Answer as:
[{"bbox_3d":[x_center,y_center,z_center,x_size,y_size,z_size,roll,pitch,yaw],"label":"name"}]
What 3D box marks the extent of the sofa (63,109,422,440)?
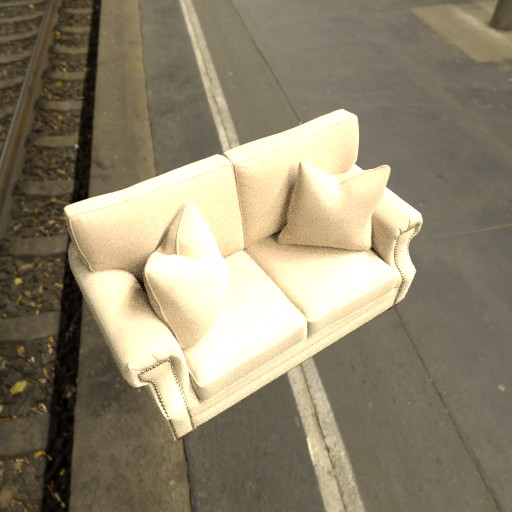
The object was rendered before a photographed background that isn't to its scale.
[{"bbox_3d":[0.000,0.000,2.333,1.701,0.966,0.966,-26,52,-22],"label":"sofa"}]
